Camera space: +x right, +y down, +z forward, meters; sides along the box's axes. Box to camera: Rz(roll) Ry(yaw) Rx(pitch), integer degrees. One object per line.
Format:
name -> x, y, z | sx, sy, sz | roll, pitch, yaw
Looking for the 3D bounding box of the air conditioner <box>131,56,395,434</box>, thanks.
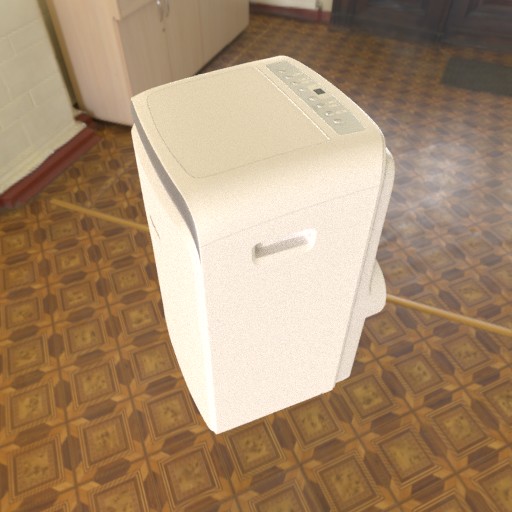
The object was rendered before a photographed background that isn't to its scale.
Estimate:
air conditioner -> 0.000, 0.000, 1.052 | 0.467, 0.765, 0.478 | -18, 49, -16
